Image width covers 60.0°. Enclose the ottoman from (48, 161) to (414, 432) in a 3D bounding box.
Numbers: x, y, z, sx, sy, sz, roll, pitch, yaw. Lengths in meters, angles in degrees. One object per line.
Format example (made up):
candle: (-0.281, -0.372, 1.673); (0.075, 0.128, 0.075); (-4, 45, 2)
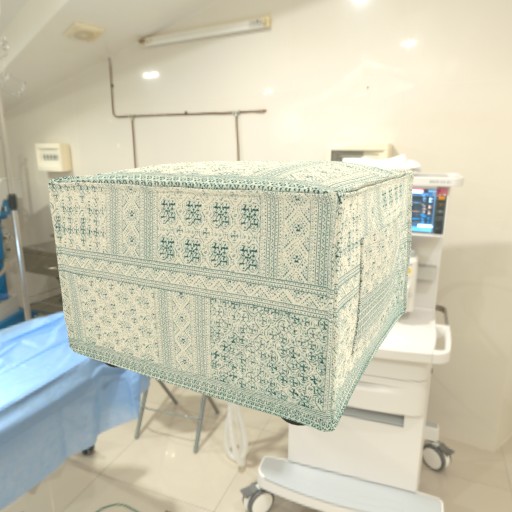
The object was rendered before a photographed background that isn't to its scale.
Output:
ottoman: (0.000, 0.000, 1.043); (0.626, 0.439, 0.617); (8, 16, 27)
